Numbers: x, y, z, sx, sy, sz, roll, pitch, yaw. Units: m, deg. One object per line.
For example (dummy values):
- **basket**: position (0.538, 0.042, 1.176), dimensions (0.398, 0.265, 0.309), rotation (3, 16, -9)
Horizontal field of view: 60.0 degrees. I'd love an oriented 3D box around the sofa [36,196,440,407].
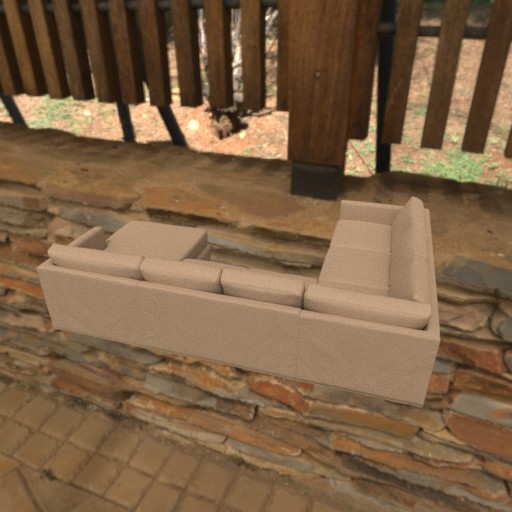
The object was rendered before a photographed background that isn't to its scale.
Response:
- **sofa**: position (0.000, 0.000, 4.674), dimensions (3.460, 0.882, 2.427), rotation (8, 31, 15)
